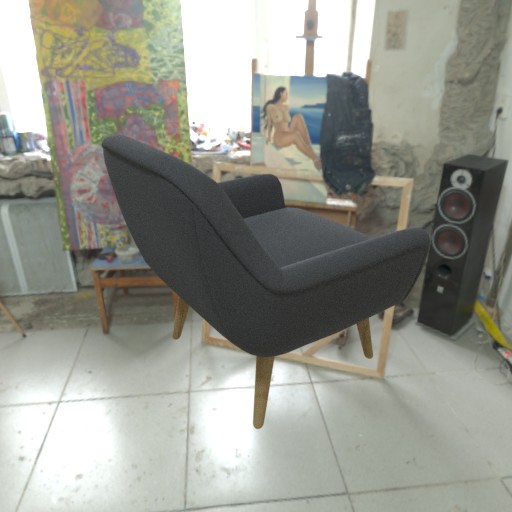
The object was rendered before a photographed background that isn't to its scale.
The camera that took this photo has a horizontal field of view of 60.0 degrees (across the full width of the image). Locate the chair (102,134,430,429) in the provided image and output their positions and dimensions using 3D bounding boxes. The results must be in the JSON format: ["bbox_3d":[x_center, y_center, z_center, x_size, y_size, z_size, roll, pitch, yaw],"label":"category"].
[{"bbox_3d":[0.000,0.000,1.413,0.779,0.800,0.770,-17,31,-32],"label":"chair"}]
